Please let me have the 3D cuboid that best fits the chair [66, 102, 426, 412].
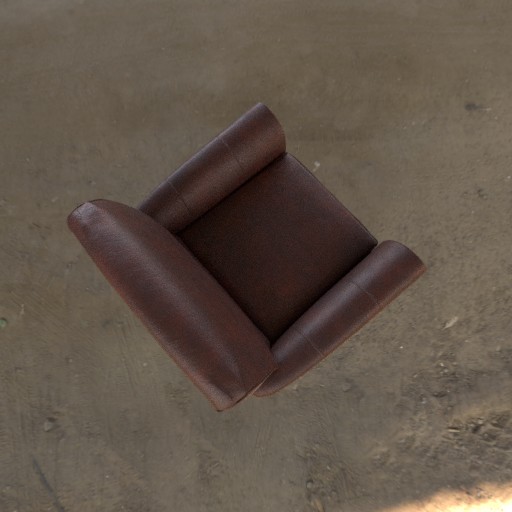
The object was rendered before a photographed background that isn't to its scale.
[{"bbox_3d":[0.000,0.000,1.774,0.902,1.061,0.978,-40,78,-10],"label":"chair"}]
